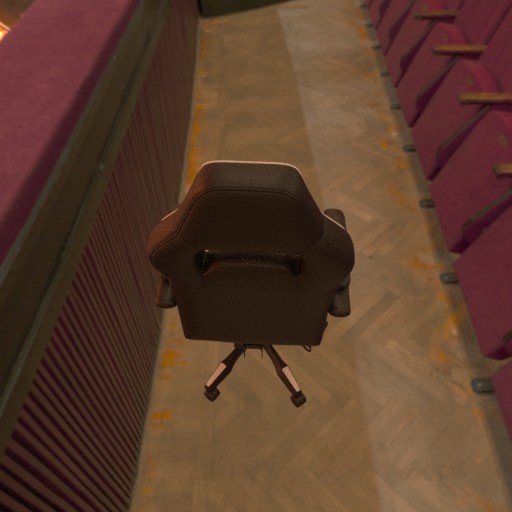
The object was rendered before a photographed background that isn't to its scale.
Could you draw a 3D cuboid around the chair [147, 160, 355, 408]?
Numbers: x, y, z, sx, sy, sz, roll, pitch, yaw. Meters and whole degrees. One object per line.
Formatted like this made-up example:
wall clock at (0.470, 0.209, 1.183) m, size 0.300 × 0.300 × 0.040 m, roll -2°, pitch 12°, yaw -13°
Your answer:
chair at (0.000, 0.000, 1.633) m, size 0.676 × 1.200 × 0.700 m, roll 3°, pitch 47°, yaw 2°
